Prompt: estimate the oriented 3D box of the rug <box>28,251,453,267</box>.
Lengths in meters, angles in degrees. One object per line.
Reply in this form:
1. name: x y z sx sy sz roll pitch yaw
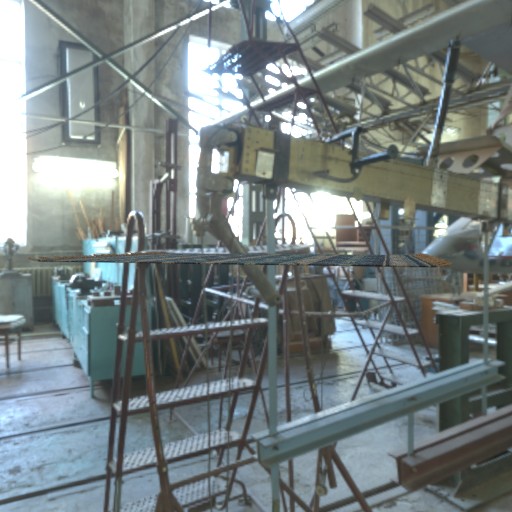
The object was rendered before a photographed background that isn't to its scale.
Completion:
1. rug: 0.000 0.000 4.398 3.307 0.047 2.418 1 2 16
